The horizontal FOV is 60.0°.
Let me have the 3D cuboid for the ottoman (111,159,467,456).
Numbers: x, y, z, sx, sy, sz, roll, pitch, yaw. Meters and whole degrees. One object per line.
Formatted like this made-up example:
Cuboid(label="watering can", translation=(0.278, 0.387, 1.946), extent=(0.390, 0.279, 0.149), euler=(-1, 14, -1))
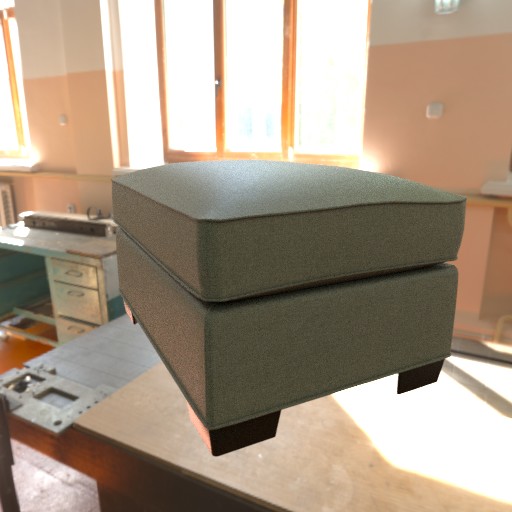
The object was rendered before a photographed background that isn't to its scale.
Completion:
Cuboid(label="ottoman", translation=(0.000, 0.000, 1.217), extent=(0.619, 0.504, 0.843), euler=(-7, 17, -26))
